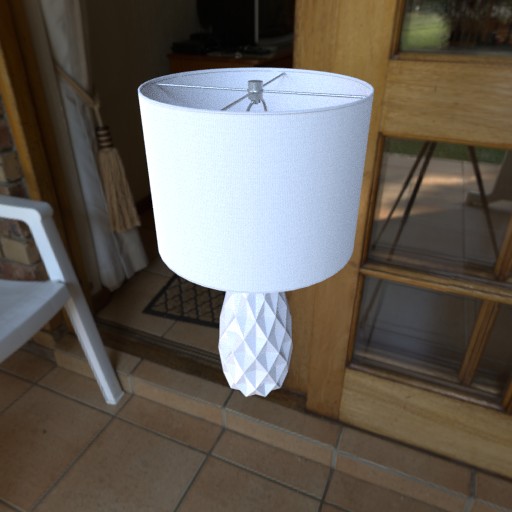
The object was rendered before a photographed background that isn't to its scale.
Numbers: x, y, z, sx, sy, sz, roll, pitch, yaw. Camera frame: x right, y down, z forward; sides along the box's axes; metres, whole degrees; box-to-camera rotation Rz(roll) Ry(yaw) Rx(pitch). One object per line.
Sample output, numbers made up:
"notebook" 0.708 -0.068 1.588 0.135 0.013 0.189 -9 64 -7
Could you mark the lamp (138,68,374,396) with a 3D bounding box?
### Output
"lamp" 0.000 0.000 0.703 0.297 0.522 0.297 0 31 0
